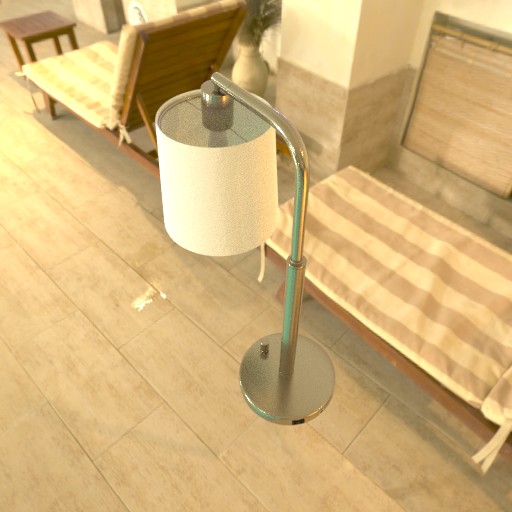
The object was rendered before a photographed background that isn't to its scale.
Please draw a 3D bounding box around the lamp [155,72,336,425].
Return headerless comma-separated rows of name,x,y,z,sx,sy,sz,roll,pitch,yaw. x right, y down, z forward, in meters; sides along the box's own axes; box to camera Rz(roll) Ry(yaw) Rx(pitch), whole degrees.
lamp,0.000,0.000,0.644,0.171,0.489,0.333,-31,53,-27
